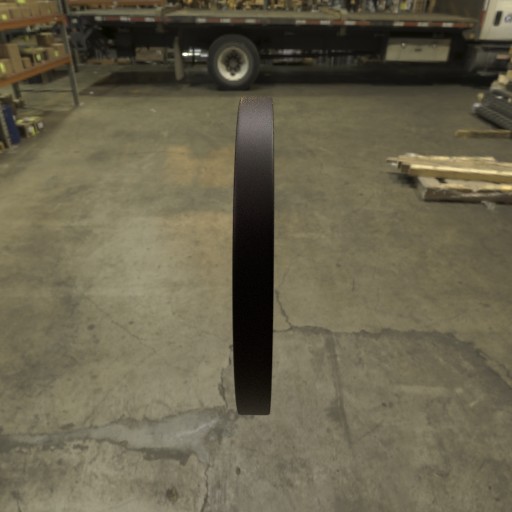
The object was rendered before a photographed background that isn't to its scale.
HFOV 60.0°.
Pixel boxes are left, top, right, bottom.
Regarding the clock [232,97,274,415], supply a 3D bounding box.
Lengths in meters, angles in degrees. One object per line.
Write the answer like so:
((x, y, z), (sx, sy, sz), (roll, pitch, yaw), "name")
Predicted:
((0.000, 0.000, 0.464), (0.029, 0.314, 0.314), (0, 31, 1), "clock")
